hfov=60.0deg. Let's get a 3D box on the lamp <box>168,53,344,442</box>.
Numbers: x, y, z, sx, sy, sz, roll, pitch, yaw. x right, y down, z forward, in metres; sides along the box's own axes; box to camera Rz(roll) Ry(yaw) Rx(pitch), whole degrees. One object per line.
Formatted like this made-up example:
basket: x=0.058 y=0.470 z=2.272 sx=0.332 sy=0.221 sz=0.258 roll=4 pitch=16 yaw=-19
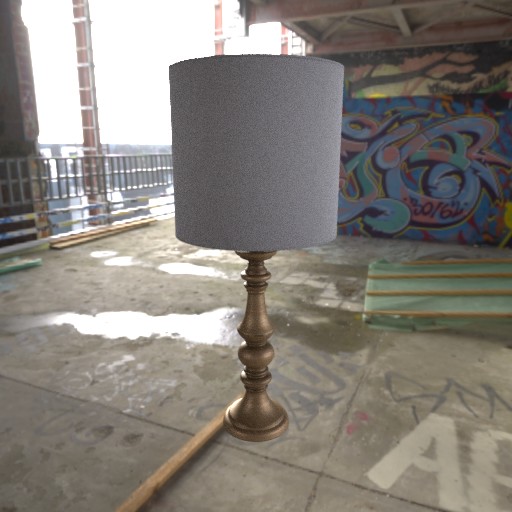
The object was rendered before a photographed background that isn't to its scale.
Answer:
lamp: x=0.000 y=0.000 z=0.707 sx=0.250 sy=0.597 sz=0.250 roll=14 pitch=19 yaw=43
